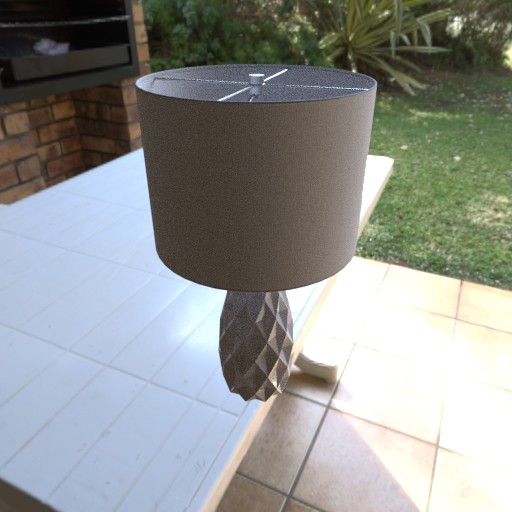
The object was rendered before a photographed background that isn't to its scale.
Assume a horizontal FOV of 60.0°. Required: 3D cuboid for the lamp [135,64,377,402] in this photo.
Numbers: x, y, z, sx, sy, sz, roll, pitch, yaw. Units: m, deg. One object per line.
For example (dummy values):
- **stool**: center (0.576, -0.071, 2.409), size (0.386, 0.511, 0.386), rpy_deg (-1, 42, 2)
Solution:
- **lamp**: center (0.000, 0.000, 0.685), size (0.297, 0.522, 0.297), rpy_deg (0, 30, 0)
